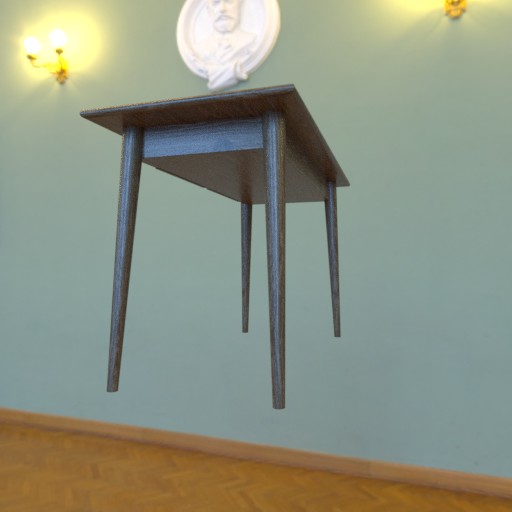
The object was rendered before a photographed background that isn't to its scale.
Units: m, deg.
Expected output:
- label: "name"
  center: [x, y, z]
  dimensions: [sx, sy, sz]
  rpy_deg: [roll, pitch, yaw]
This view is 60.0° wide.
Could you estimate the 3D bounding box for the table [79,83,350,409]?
- label: "table"
  center: [0.000, 0.000, 1.731]
  dimensions: [0.599, 0.780, 1.300]
  rpy_deg: [0, -1, 18]
